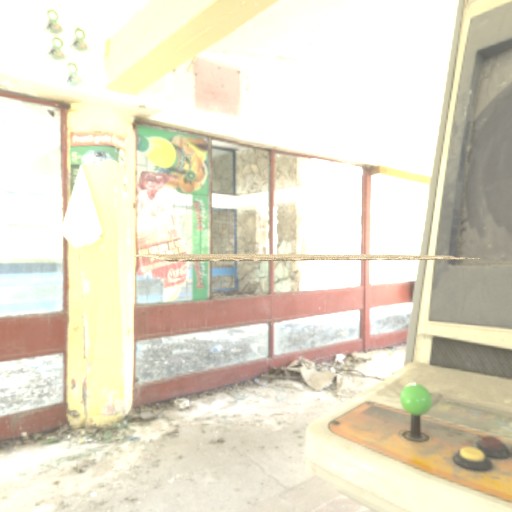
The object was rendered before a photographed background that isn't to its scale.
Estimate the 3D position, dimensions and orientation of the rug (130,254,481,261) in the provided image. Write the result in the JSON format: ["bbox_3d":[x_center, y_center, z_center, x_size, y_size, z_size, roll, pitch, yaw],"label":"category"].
[{"bbox_3d":[0.000,0.000,3.305,1.664,0.029,2.615,0,1,-19],"label":"rug"}]
